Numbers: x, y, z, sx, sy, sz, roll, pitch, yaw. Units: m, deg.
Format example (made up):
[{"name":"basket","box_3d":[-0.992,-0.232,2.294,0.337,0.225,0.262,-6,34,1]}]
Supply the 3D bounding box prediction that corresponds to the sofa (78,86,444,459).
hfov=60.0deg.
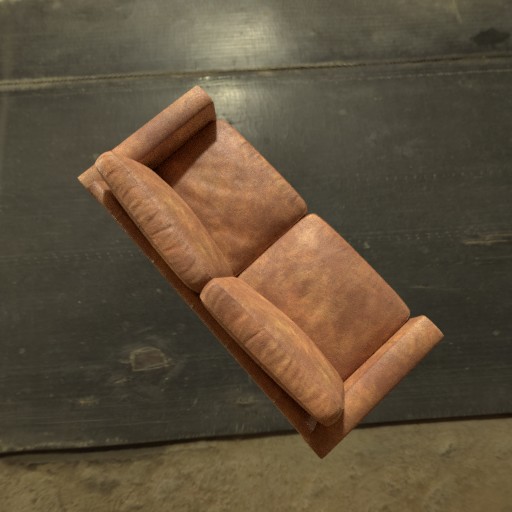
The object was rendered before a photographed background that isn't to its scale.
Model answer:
[{"name":"sofa","box_3d":[0.000,0.000,2.737,1.016,0.873,2.179,-41,80,-9]}]
